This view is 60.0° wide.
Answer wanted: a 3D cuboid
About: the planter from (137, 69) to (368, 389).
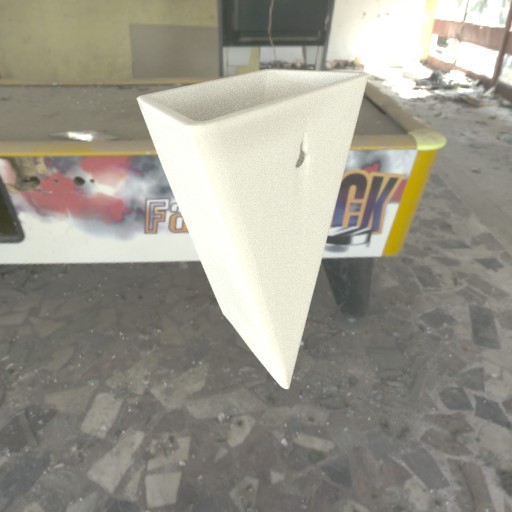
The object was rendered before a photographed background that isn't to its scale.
[{"bbox_3d":[0.000,0.000,0.272,0.060,0.197,0.150,21,36,30],"label":"planter"}]
